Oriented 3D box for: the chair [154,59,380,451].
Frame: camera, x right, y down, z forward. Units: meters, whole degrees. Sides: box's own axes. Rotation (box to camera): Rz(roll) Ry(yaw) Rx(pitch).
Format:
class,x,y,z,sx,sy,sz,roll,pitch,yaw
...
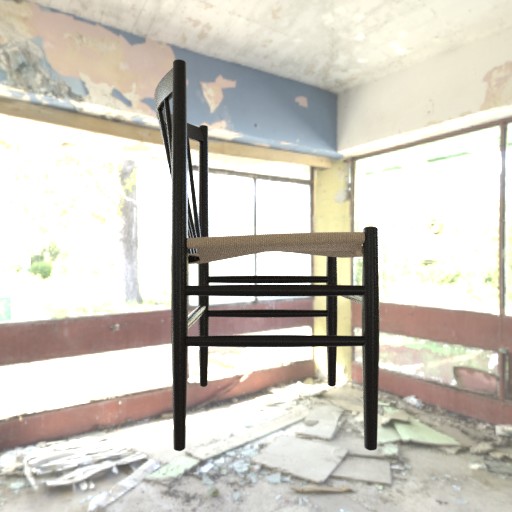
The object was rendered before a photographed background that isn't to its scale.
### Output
class,x,y,z,sx,sy,sz,roll,pitch,yaw
chair,0.000,0.000,1.161,0.516,0.818,0.495,0,0,0
